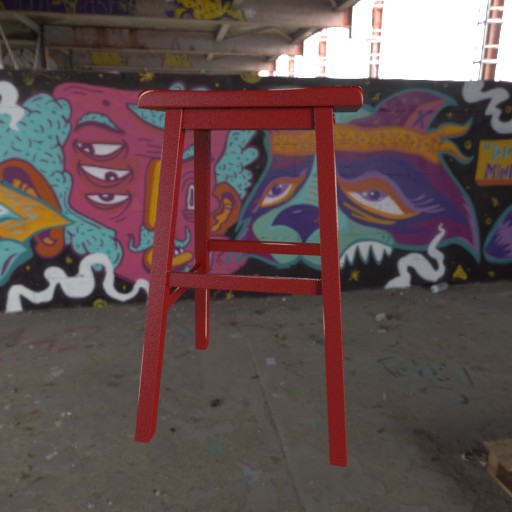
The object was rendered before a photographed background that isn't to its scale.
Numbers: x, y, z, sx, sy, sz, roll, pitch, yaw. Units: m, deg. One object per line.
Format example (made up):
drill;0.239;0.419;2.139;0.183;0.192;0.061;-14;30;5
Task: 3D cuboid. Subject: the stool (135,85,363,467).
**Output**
stool;0.000;0.000;1.064;0.457;0.737;0.476;3;15;10
